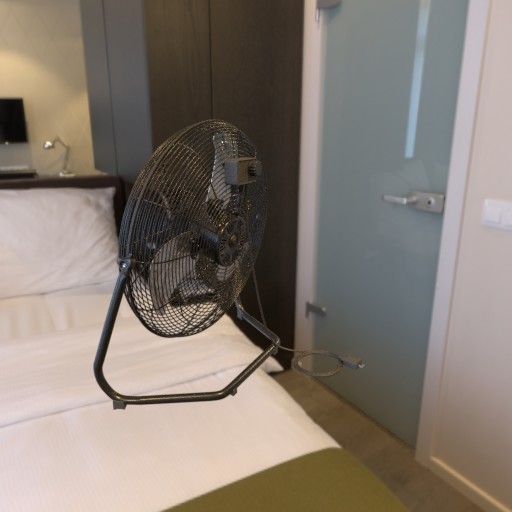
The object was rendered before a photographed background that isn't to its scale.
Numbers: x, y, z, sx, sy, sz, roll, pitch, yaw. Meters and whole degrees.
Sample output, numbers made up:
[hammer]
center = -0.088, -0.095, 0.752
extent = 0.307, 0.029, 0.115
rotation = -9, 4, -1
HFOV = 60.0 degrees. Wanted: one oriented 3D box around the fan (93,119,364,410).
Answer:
[fan]
center = 0.000, 0.000, 1.025
extent = 0.470, 0.605, 0.595
rotation = 8, 18, 27
